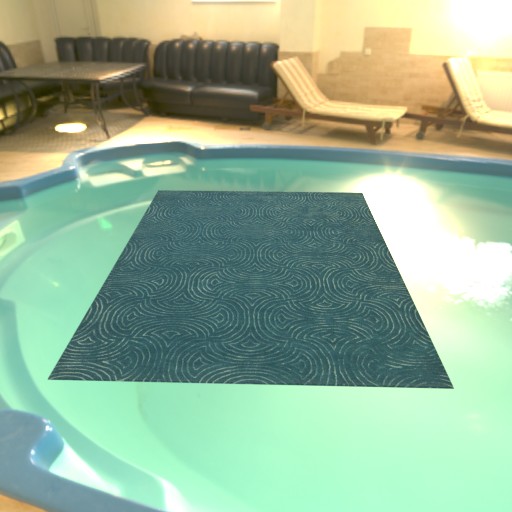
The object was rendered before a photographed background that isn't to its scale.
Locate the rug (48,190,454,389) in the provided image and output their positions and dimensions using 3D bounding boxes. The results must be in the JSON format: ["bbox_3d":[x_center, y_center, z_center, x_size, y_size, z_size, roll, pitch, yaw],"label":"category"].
[{"bbox_3d":[0.000,0.000,3.957,2.432,0.012,3.033,1,30,1],"label":"rug"}]
